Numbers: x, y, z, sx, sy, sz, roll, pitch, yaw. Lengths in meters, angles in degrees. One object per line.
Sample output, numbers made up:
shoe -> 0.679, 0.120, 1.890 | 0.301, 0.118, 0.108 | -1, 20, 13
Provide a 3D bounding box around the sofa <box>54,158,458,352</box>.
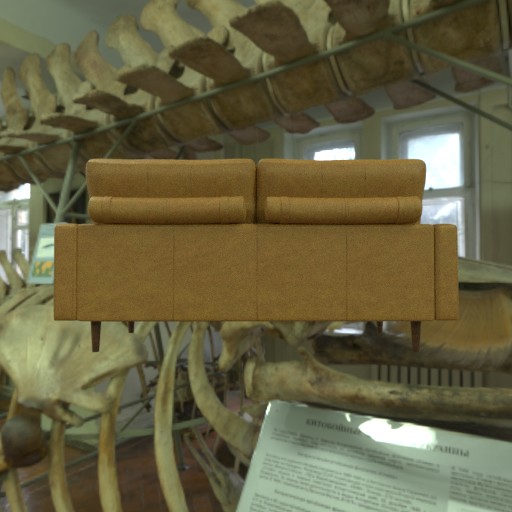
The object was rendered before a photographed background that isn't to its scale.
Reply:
sofa -> 0.000, 0.000, 2.340 | 1.821, 0.898, 0.850 | 0, -1, 0
